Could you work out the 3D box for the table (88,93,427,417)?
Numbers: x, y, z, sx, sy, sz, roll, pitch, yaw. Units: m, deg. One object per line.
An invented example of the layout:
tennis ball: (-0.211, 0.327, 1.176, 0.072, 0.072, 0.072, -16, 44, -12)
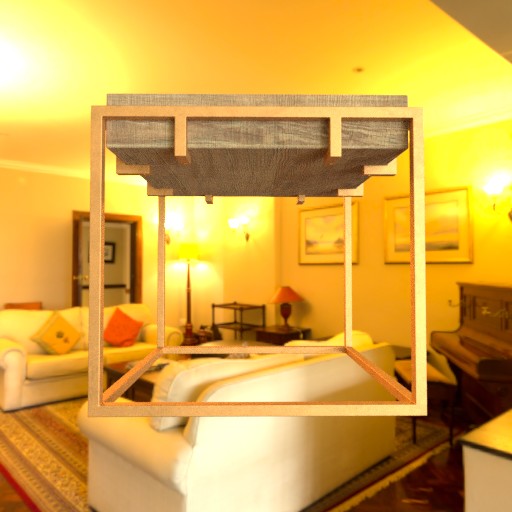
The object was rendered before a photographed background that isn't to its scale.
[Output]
table: (0.000, 0.000, 1.090, 0.599, 0.584, 0.599, 0, -2, -1)
